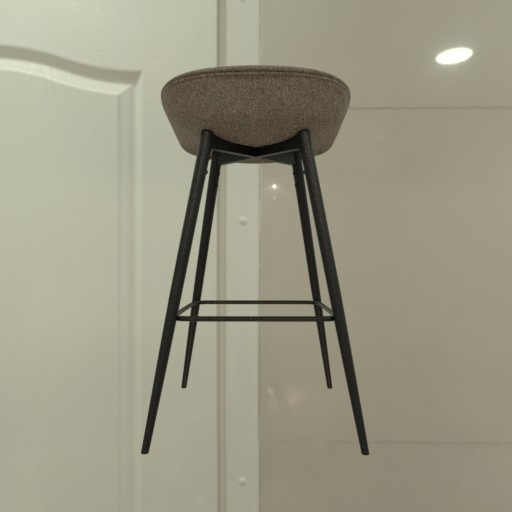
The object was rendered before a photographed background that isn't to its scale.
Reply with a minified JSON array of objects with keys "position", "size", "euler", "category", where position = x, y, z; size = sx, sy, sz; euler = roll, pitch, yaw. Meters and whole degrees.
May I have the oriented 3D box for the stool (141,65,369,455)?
[{"position":[0.000,0.000,1.146],"size":[0.469,0.814,0.480],"euler":[0,0,1],"category":"stool"}]
